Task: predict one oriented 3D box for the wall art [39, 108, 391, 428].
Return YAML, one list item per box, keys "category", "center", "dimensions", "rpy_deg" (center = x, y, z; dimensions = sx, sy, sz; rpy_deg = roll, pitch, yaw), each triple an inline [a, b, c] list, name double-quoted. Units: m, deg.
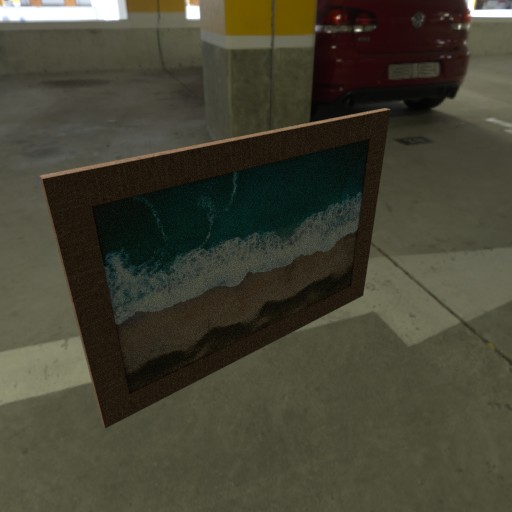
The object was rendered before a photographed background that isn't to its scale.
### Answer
- category: "wall art"
  center: [0.000, 0.000, 1.149]
  dimensions: [0.917, 0.626, 0.019]
  rpy_deg: [-21, 36, -31]
